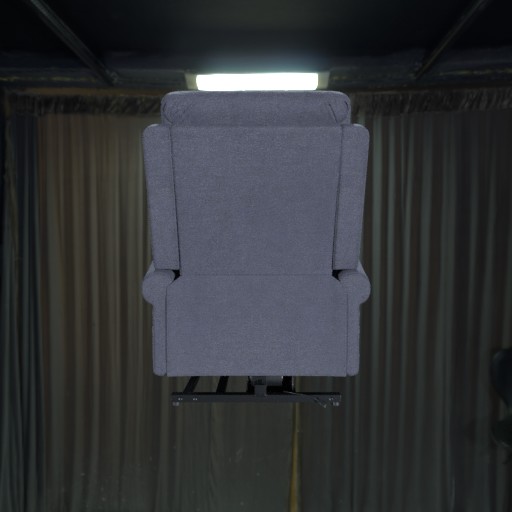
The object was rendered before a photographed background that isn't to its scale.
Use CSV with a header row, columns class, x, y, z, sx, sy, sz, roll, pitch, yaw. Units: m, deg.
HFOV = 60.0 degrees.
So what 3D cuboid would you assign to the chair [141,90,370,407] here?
class,x,y,z,sx,sy,sz,roll,pitch,yaw
chair,0.000,0.000,1.793,0.871,1.031,0.979,0,0,0
